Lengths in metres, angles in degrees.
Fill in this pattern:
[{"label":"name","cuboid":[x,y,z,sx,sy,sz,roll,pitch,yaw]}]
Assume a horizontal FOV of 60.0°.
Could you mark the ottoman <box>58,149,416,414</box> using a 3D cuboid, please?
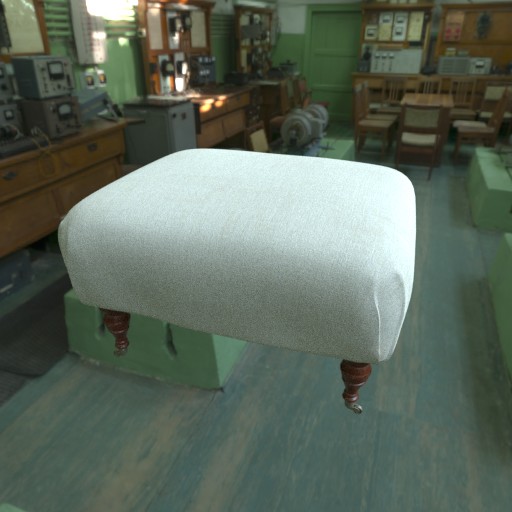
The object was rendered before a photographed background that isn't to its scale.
[{"label":"ottoman","cuboid":[0.000,0.000,1.138,0.747,0.450,0.622,8,28,16]}]
